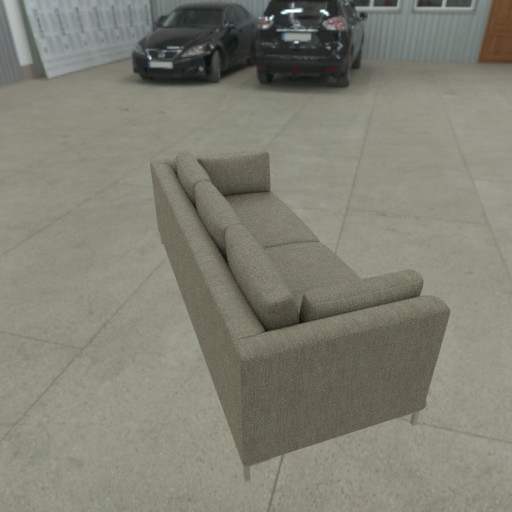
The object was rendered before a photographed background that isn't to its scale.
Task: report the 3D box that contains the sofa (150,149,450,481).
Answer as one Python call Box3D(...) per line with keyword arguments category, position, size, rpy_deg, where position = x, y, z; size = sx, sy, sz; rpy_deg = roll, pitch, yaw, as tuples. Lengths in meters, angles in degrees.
Box3D(category="sofa", position=(0.000, 0.000, 2.893), size=(0.969, 0.867, 2.415), rpy_deg=(-10, 32, -17))
